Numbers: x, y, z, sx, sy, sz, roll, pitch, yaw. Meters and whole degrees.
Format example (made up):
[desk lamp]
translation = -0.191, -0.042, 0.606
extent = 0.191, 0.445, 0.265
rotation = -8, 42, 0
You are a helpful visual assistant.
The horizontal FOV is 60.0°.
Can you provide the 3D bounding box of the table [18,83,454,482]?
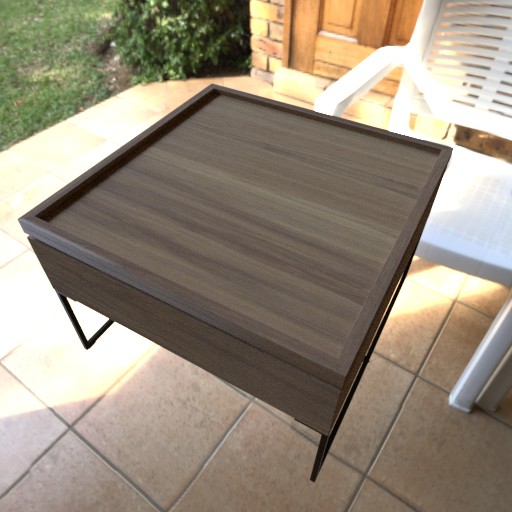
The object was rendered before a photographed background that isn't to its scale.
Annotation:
[table]
translation = 0.000, 0.000, 1.109
extent = 0.679, 0.464, 0.676
rotation = 22, 50, 20
